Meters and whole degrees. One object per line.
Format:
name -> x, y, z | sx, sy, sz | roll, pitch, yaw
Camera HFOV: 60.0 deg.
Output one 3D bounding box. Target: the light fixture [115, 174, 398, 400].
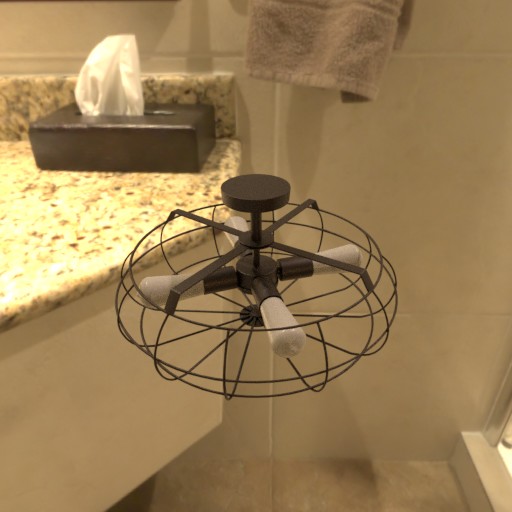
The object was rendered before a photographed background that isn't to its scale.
light fixture -> 0.000, 0.000, 0.915 | 0.582, 0.311, 0.582 | 0, 32, 0
